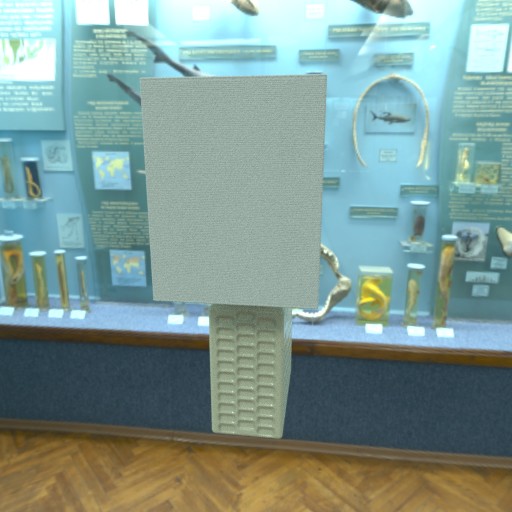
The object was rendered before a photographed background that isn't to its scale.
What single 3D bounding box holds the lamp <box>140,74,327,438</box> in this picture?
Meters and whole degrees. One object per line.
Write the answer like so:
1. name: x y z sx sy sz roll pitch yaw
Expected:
1. lamp: 0.000 0.000 0.707 0.200 0.515 0.380 2 15 8
